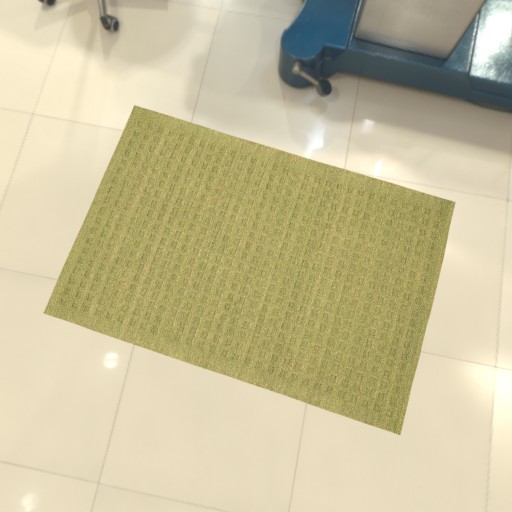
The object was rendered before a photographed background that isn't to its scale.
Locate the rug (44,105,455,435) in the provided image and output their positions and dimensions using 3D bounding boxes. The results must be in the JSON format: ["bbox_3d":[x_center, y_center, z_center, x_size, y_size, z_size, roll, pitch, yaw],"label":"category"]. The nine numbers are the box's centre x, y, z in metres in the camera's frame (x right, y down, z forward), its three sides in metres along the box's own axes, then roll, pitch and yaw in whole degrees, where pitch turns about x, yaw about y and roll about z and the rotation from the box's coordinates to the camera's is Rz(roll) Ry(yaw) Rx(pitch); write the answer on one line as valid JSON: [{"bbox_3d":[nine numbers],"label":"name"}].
[{"bbox_3d":[0.000,0.000,2.849,2.297,0.007,1.529,18,77,4],"label":"rug"}]
